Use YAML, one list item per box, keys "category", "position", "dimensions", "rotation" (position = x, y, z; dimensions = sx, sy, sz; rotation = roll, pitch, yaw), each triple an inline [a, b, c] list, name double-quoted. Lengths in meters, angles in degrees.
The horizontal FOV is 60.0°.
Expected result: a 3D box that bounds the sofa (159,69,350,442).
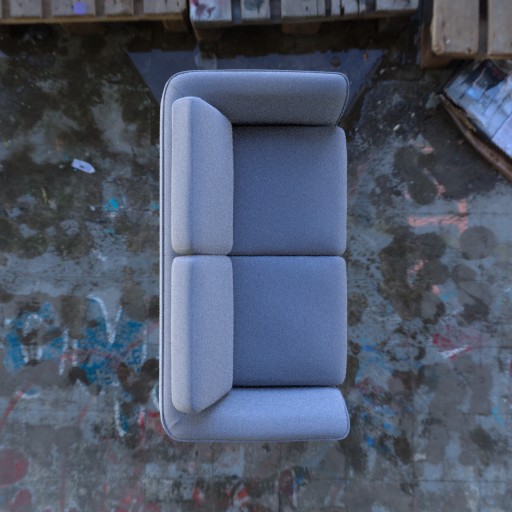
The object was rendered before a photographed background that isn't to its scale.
- category: "sofa"
  position: [0.000, 0.000, 2.205]
  dimensions: [0.920, 0.850, 1.700]
  rotation: [0, 90, 0]
